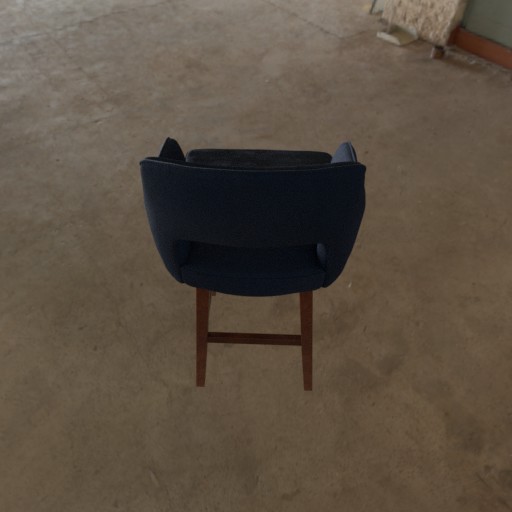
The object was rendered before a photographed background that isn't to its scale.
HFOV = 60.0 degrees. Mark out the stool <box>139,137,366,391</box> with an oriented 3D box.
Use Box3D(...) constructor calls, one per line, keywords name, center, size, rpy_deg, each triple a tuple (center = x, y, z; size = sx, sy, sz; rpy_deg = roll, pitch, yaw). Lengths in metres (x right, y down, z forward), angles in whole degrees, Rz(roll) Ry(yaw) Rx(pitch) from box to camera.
Box3D(name="stool", center=(0.000, 0.000, 1.354), size=(0.550, 1.041, 0.560), rpy_deg=(2, 48, 1))
